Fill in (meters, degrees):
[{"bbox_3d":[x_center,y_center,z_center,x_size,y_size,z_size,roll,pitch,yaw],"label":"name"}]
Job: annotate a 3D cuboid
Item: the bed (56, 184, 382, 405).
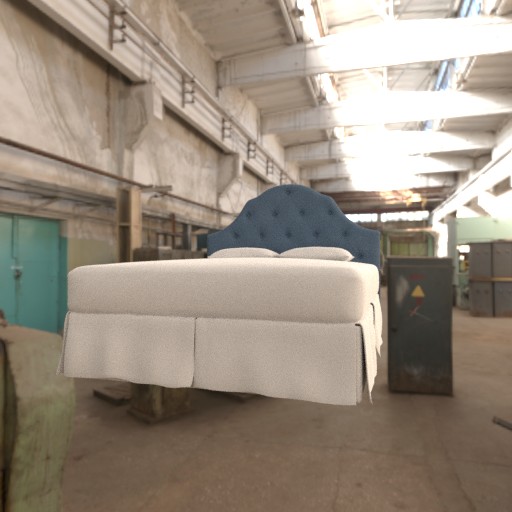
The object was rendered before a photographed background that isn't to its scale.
[{"bbox_3d":[0.000,0.000,3.772,2.039,1.617,2.477,0,-1,18],"label":"bed"}]
